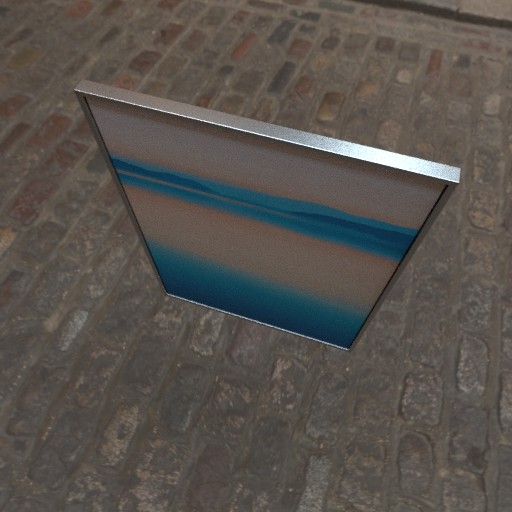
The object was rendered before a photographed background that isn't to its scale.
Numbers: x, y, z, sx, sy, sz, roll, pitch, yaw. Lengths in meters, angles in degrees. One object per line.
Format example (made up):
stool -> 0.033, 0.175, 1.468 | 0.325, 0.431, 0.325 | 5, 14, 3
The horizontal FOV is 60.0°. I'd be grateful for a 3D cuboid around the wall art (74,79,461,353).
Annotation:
wall art -> 0.000, 0.000, 1.348 | 0.801, 1.062, 0.037 | 16, 62, 9
